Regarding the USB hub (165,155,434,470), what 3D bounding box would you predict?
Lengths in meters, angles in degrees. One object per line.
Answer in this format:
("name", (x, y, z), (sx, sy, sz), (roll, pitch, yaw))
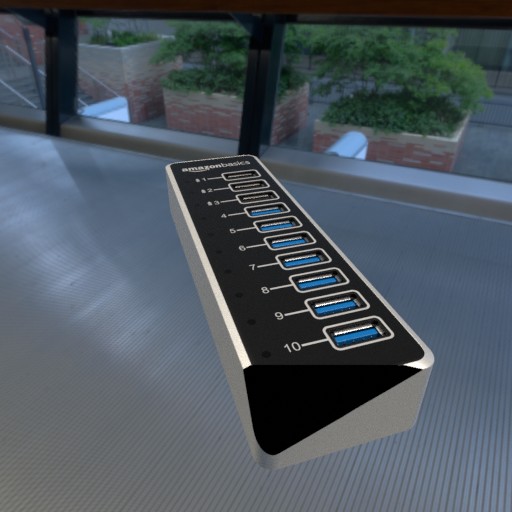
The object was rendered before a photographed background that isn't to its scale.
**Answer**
("USB hub", (0.000, 0.000, 0.160), (0.044, 0.023, 0.145), (-10, 34, -15))
